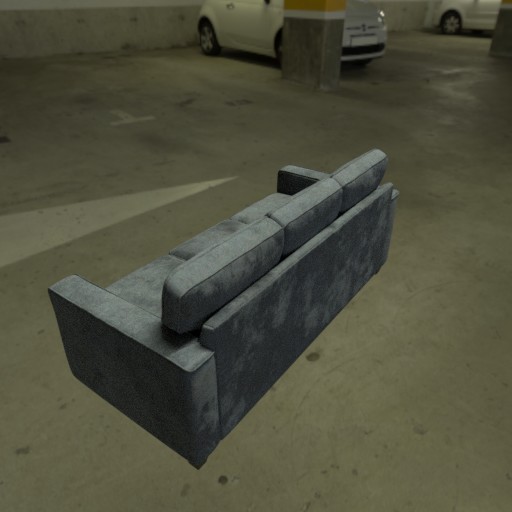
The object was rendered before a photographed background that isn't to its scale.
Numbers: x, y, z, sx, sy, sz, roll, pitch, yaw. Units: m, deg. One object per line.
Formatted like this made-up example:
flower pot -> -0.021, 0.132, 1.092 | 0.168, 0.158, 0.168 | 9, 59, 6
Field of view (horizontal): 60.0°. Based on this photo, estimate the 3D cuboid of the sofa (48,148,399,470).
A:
sofa -> 0.000, 0.000, 2.658 | 0.939, 0.965, 2.133 | 21, 37, 30
